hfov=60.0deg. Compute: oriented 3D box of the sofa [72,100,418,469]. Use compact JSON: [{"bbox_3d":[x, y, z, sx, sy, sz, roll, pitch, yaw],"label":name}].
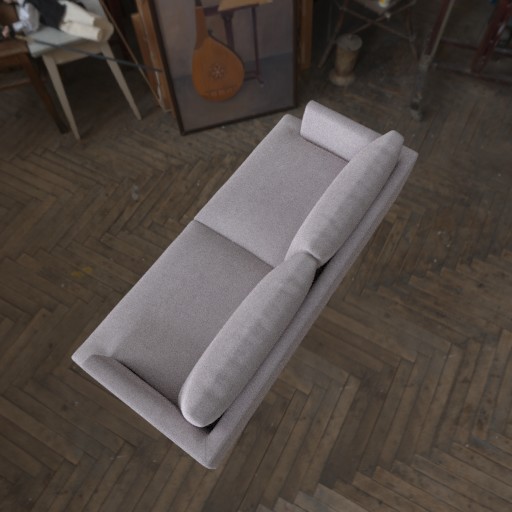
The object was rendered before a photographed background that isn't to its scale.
[{"bbox_3d":[0.000,0.000,2.768,1.020,0.868,2.250,32,68,15],"label":"sofa"}]
